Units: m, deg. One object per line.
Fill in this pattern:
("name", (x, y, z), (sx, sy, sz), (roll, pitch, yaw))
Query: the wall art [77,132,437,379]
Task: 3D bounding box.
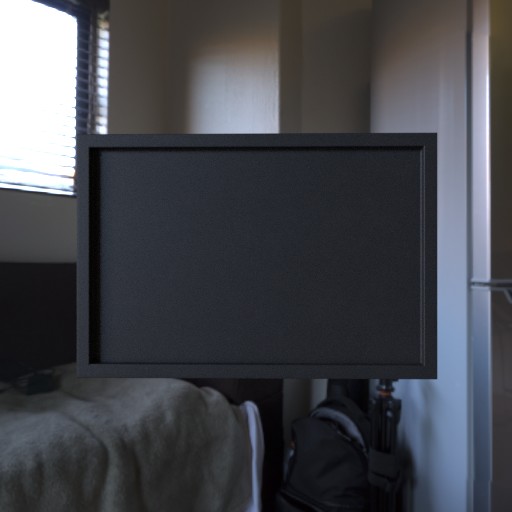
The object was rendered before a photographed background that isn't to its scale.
("wall art", (0.000, 0.000, 0.555), (0.443, 0.301, 0.021), (0, 0, 1))
